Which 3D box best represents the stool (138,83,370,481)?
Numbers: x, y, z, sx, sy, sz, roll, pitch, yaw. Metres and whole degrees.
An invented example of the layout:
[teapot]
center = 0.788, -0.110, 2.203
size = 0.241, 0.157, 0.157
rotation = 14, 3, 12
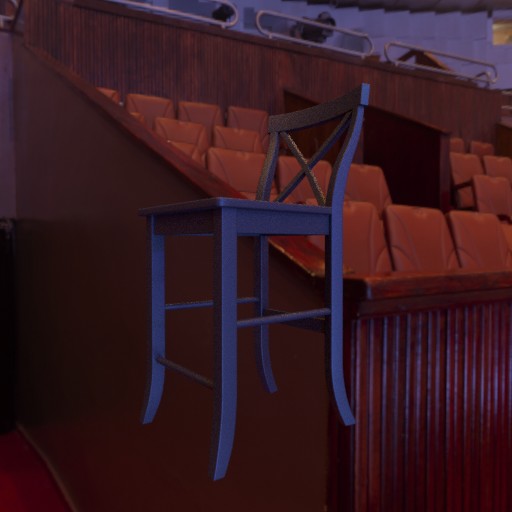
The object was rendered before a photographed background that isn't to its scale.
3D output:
[stool]
center = 0.000, 0.000, 1.312
size = 0.559, 0.989, 0.452
rotation = -1, 2, -37
